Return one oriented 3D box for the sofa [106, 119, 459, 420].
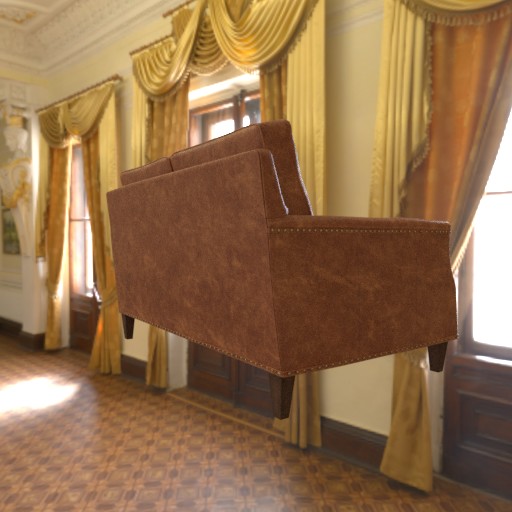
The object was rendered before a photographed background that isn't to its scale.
[{"bbox_3d":[0.000,0.000,2.261,1.084,1.003,1.597,-1,2,-36],"label":"sofa"}]
